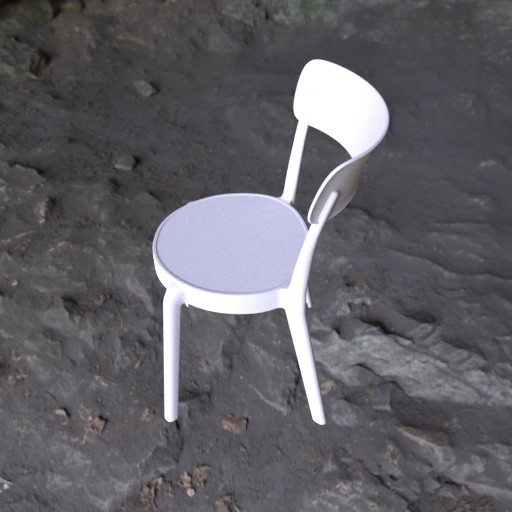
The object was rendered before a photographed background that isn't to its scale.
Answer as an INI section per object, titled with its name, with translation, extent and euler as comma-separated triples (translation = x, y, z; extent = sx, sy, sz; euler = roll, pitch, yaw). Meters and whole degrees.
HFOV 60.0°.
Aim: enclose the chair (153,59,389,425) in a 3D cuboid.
[chair]
translation = 0.000, 0.000, 1.100
extent = 0.491, 0.790, 0.506
euler = 0, 41, 1
